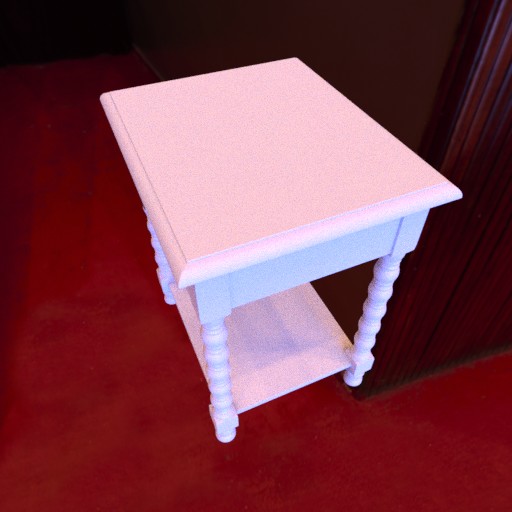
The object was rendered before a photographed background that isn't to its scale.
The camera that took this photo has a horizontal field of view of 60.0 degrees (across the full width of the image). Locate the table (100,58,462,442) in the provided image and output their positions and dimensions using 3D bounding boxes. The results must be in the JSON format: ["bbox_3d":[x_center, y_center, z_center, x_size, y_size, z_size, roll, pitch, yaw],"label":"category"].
[{"bbox_3d":[0.000,0.000,0.844,0.381,0.531,0.460,-18,49,-16],"label":"table"}]
